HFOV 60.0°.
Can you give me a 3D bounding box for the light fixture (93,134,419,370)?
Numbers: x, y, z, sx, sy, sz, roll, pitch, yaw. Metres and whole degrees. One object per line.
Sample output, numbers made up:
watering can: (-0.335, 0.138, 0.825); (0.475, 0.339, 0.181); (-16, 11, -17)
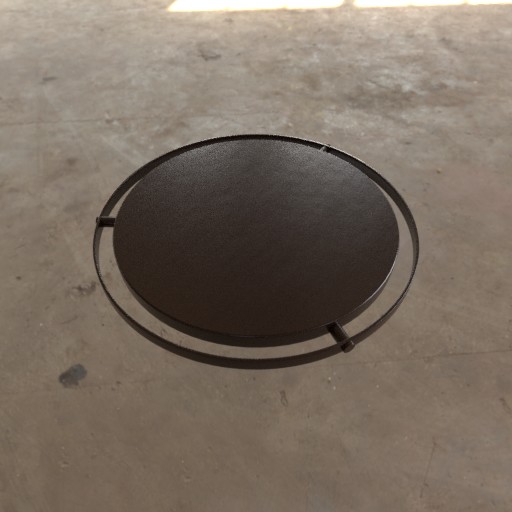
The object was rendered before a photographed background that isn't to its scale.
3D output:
light fixture: (0.000, 0.000, 0.548); (0.361, 0.130, 0.361); (0, 47, 0)
